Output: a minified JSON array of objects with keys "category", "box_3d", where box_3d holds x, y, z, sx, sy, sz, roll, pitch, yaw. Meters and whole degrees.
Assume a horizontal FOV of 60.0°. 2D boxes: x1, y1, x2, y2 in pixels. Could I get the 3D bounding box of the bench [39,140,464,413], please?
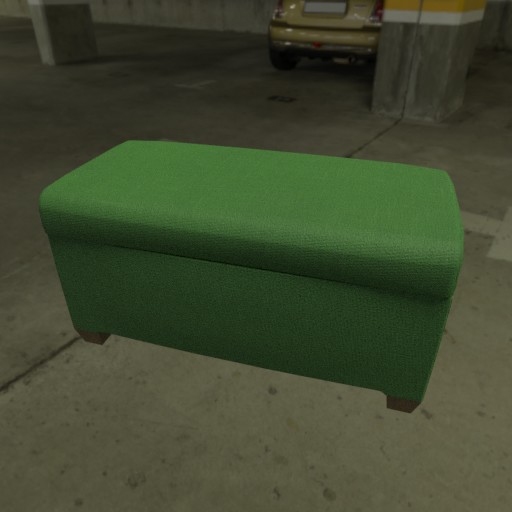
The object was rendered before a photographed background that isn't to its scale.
[{"category":"bench","box_3d":[0.000,0.000,1.260,0.989,0.501,0.505,9,33,14]}]
